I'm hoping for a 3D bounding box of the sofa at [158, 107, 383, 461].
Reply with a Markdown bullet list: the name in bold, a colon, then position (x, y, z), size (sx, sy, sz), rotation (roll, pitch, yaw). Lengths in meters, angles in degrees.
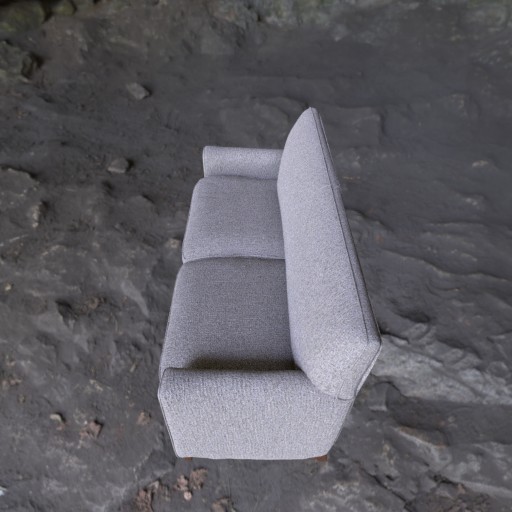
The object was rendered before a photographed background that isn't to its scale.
- **sofa**: position (0.000, 0.000, 2.504), size (0.854, 0.942, 2.026), rotation (0, 40, 0)
